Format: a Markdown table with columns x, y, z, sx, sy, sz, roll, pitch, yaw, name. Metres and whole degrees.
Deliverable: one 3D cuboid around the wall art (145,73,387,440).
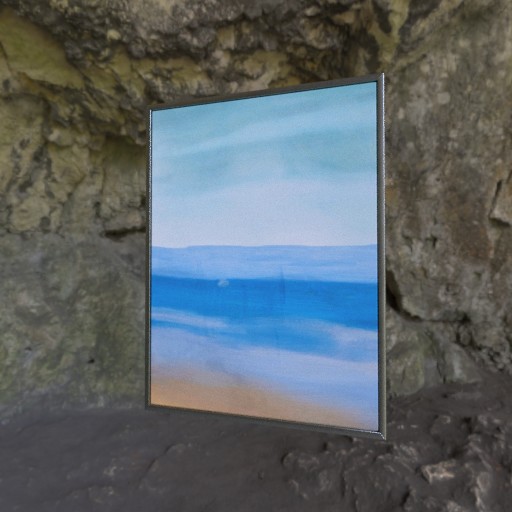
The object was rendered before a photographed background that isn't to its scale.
| x | y | z | sx | sy | sz | roll | pitch | yaw | name |
| --- | --- | --- | --- | --- | --- | --- | --- | --- | --- |
| 0.000 | 0.000 | 1.432 | 0.803 | 1.062 | 0.041 | 0 | -1 | 19 | wall art |
